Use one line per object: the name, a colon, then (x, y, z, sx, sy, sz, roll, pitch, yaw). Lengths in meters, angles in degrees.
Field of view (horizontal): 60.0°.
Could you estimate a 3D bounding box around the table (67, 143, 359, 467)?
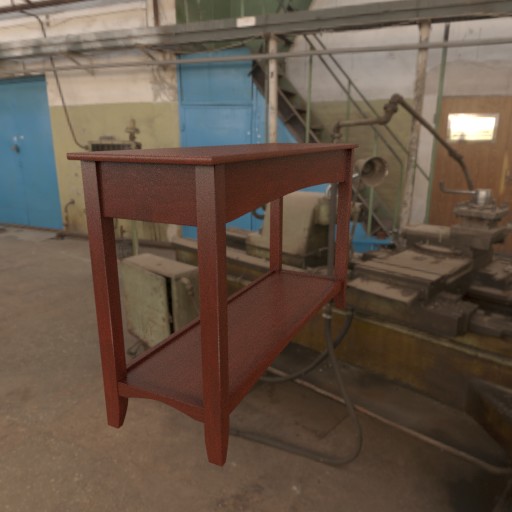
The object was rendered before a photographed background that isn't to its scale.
table: (0.000, 0.000, 1.545, 0.392, 0.739, 1.188, 7, 17, 25)
